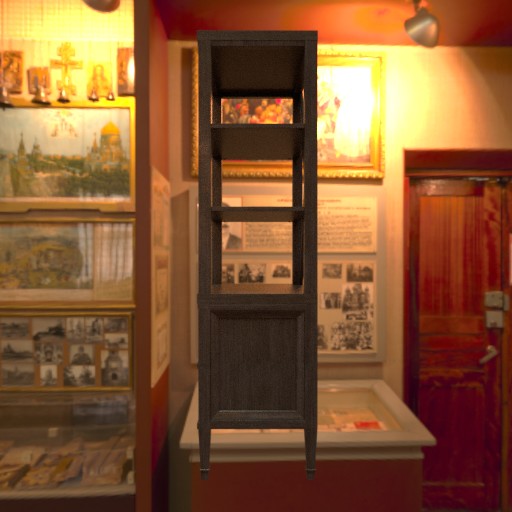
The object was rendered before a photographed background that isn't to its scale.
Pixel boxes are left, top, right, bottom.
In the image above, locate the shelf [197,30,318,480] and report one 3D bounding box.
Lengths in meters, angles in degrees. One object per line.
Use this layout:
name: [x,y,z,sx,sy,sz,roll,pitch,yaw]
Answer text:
shelf: [0.000,0.000,1.989,0.472,1.727,0.584,0,0,0]
